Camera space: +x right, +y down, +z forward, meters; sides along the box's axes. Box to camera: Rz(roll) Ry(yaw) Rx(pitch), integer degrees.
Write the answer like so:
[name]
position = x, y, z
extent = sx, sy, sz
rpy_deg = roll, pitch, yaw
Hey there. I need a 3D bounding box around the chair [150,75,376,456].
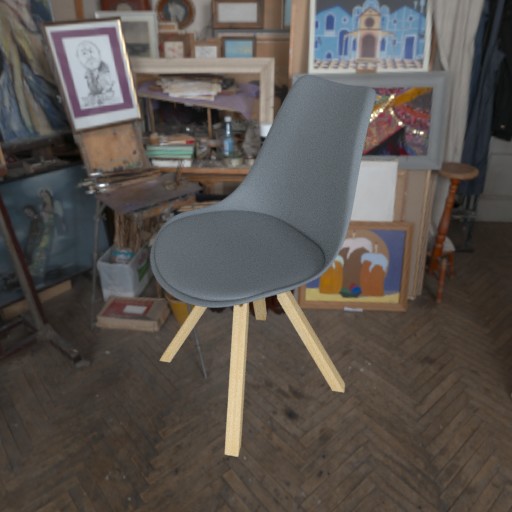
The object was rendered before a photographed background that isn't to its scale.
[chair]
position = 0.000, 0.000, 1.202
extent = 0.549, 0.850, 0.485
rpy_deg = -19, 36, -29
